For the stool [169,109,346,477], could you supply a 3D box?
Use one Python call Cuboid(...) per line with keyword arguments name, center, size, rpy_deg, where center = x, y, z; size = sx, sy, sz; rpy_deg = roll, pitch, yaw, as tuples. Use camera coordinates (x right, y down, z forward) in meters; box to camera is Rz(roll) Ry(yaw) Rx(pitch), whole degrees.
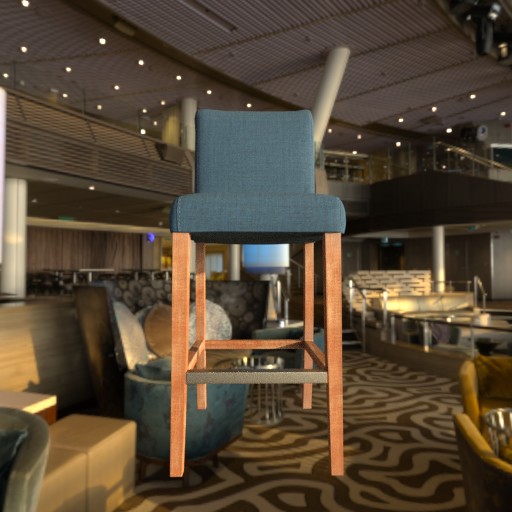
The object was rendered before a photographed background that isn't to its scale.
Cuboid(name="stool", center=(0.000, 0.000, 1.366), size=(0.454, 1.088, 0.574), rpy_deg=(0, -2, -1))
